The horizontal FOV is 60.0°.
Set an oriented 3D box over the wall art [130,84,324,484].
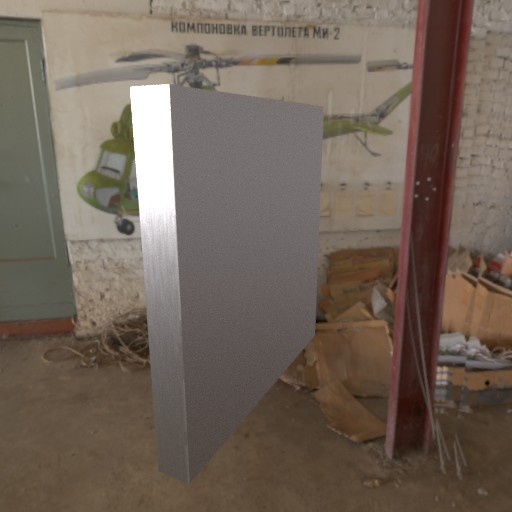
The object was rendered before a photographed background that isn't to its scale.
[{"bbox_3d":[0.000,0.000,0.524,0.038,0.350,0.350,8,18,26],"label":"wall art"}]
